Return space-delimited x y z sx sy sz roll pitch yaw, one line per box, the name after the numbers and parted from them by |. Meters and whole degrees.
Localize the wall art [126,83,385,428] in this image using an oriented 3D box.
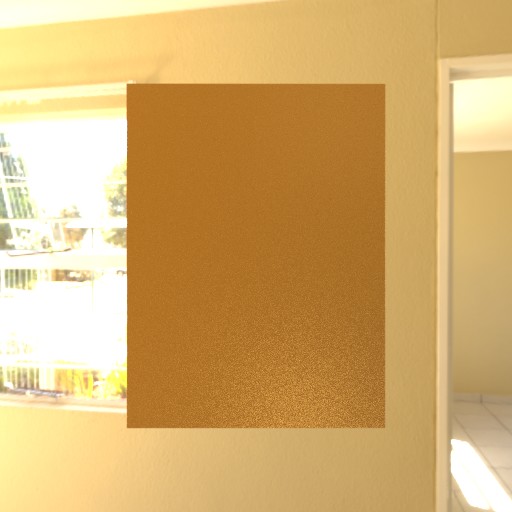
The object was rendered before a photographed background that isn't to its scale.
0.000 0.000 1.063 0.610 0.812 0.038 0 0 0 | wall art
